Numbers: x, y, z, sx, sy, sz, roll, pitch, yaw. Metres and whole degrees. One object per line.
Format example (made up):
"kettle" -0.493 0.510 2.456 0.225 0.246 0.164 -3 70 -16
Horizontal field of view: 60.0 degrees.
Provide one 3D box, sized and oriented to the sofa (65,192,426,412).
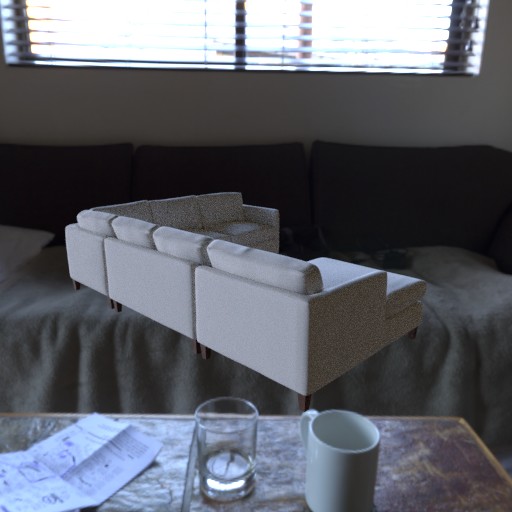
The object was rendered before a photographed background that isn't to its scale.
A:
"sofa" 0.000 0.000 4.648 3.459 0.956 2.593 14 20 43
